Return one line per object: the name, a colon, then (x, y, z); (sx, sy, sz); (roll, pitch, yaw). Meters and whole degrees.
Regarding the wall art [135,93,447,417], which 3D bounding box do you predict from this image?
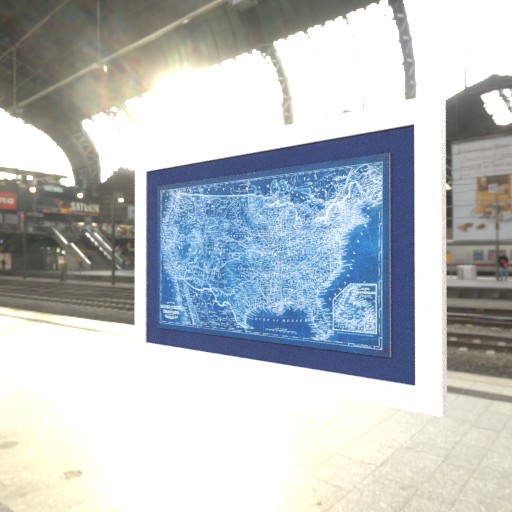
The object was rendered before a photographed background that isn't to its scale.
wall art: (0.000, 0.000, 1.632); (1.308, 0.902, 0.051); (0, -1, 36)
